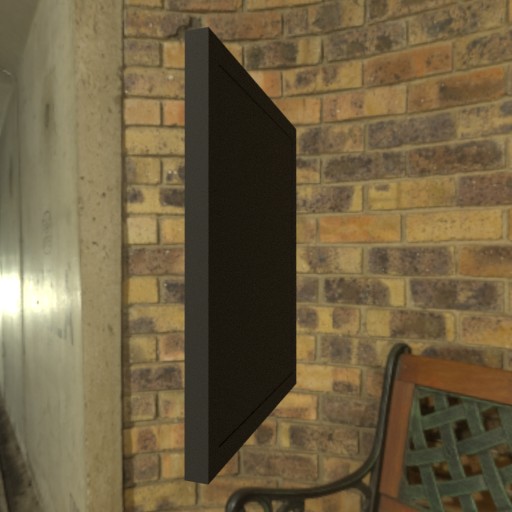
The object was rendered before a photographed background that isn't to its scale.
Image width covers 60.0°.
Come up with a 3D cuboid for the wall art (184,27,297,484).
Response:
[{"bbox_3d":[0.000,0.000,0.762,0.033,0.559,0.457,0,0,19],"label":"wall art"}]
